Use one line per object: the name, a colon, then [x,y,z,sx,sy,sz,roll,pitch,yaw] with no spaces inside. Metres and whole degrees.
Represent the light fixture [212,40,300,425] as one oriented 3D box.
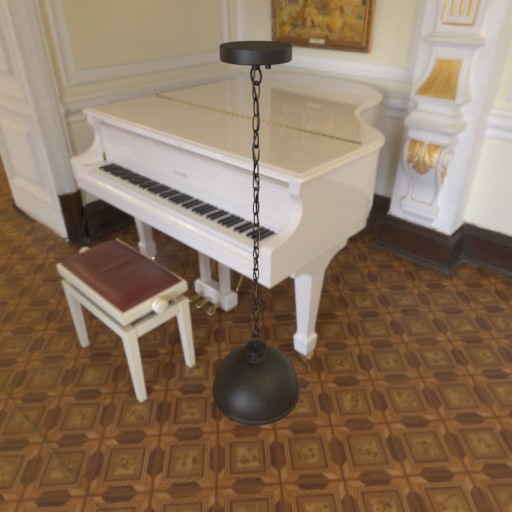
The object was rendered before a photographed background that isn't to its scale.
light fixture: [0.000,0.000,1.259,0.304,1.090,0.304,-20,37,-29]
